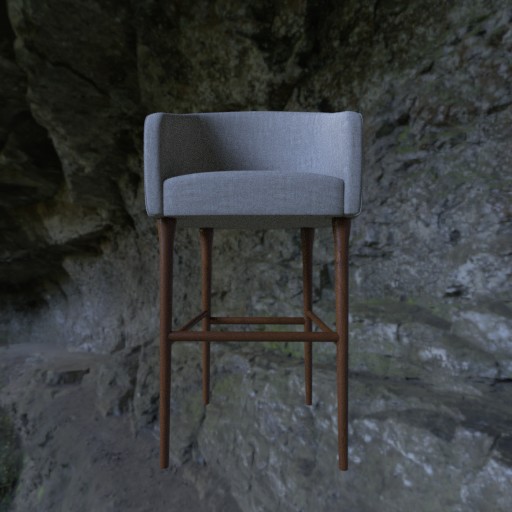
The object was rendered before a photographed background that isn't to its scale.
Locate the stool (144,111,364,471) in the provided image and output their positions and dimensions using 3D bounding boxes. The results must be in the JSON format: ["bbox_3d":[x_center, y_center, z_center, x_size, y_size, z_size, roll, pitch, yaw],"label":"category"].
[{"bbox_3d":[0.000,0.000,1.390,0.559,1.078,0.607,0,0,1],"label":"stool"}]
